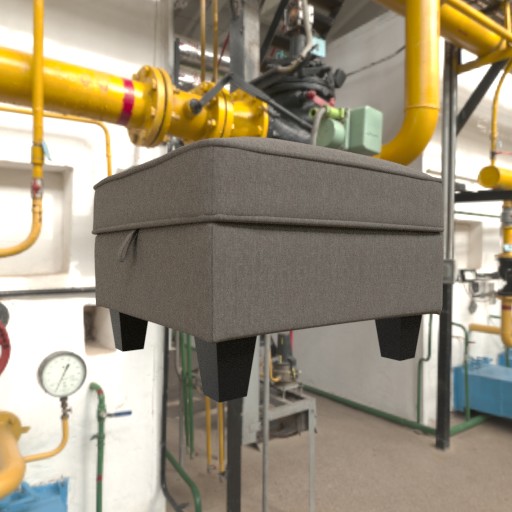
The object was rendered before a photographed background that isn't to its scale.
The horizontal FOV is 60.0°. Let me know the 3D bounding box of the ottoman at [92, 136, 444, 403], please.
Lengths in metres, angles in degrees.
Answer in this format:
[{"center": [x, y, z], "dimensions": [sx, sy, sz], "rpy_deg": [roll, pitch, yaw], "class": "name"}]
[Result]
[{"center": [0.000, 0.000, 1.393], "dimensions": [0.871, 0.612, 0.808], "rpy_deg": [0, 0, -36], "class": "ottoman"}]
